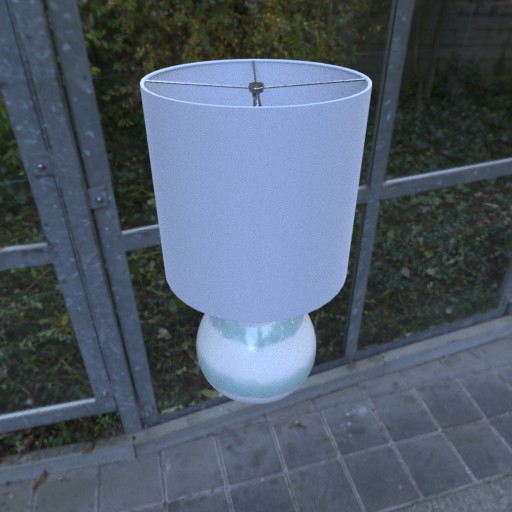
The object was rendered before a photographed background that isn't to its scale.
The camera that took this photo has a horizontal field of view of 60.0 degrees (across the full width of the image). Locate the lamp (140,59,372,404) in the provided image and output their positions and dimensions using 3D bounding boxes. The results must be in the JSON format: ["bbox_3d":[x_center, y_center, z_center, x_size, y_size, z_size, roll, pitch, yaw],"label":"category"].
[{"bbox_3d":[0.000,0.000,0.532,0.217,0.404,0.217,-1,33,-2],"label":"lamp"}]
